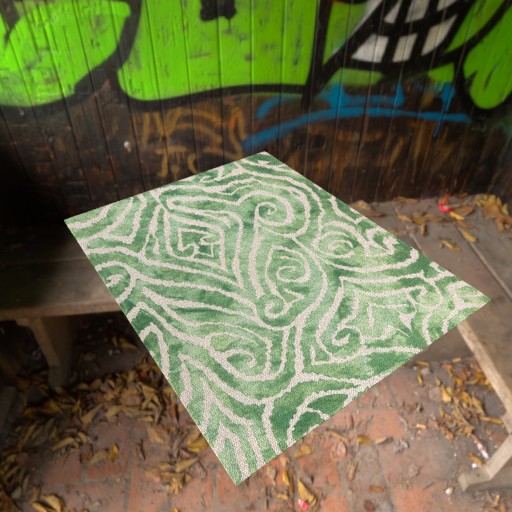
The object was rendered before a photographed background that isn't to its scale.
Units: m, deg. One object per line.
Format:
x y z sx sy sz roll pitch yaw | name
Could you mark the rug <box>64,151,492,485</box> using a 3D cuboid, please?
0.000 0.000 3.929 2.436 0.007 3.045 -25 47 -26 | rug
